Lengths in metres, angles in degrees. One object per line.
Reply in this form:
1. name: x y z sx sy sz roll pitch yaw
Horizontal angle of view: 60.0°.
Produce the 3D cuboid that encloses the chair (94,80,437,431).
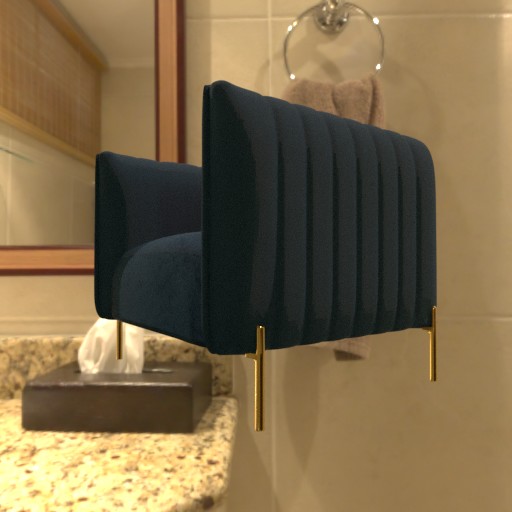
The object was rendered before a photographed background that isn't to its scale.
1. chair: 0.000 0.000 1.550 0.877 0.793 0.947 1 -1 -37
